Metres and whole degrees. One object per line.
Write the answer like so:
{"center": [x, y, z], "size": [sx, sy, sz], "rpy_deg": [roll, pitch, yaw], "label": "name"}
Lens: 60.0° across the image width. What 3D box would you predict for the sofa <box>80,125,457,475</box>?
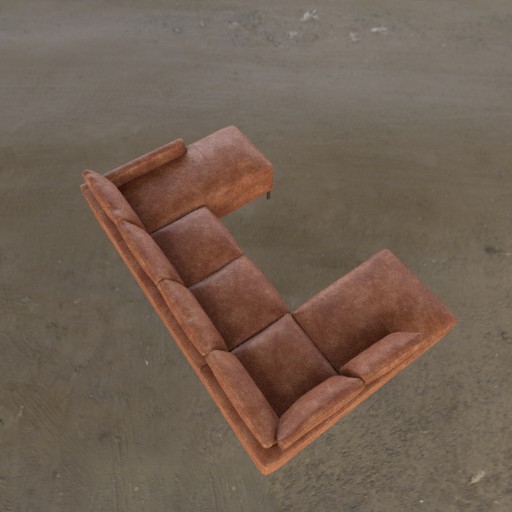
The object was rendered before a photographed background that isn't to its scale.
{"center": [0.000, 0.000, 3.941], "size": [1.939, 0.900, 2.956], "rpy_deg": [-31, 64, -17], "label": "sofa"}
